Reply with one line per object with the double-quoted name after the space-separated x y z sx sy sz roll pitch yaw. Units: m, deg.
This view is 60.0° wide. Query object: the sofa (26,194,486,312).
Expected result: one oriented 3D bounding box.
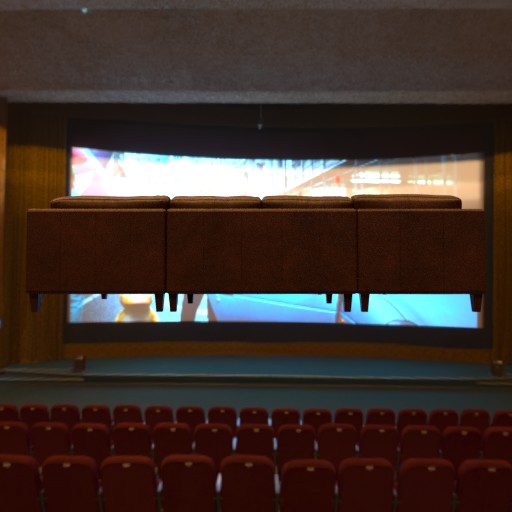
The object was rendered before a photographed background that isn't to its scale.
0.000 0.000 4.409 3.324 0.891 2.452 0 -2 0 "sofa"
